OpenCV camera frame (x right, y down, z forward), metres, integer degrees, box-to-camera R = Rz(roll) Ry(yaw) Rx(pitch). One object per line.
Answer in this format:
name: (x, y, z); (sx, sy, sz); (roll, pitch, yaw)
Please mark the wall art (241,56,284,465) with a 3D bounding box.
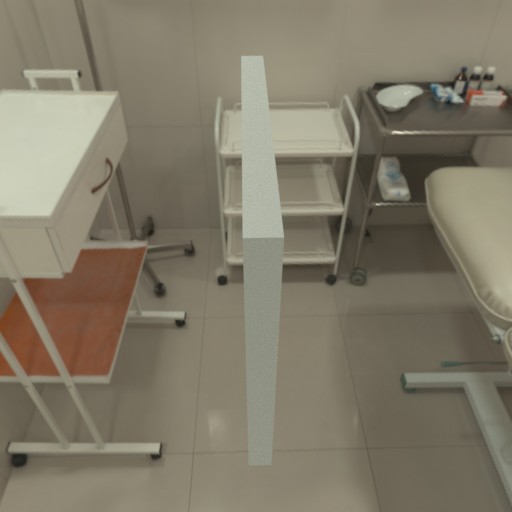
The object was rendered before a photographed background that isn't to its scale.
wall art: (0.000, 0.000, 0.543); (0.027, 0.355, 0.355); (-1, 42, -1)
